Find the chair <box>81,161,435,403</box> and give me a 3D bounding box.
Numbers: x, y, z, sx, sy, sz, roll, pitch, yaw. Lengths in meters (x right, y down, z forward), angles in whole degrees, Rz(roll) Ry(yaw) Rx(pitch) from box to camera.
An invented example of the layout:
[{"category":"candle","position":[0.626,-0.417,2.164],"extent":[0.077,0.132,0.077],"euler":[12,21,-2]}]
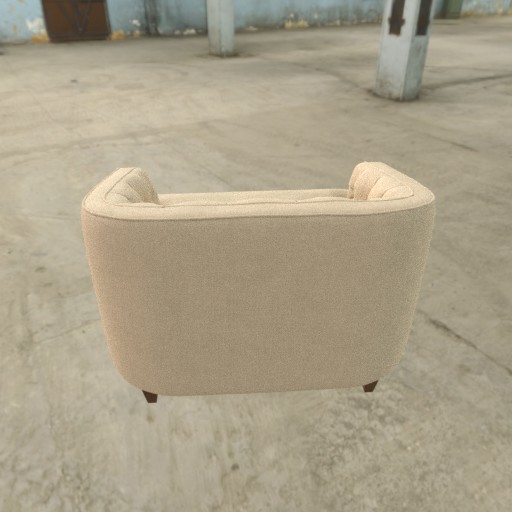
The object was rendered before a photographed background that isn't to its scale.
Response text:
[{"category":"chair","position":[0.000,0.000,1.724],"extent":[1.118,0.787,0.914],"euler":[-2,31,-3]}]
